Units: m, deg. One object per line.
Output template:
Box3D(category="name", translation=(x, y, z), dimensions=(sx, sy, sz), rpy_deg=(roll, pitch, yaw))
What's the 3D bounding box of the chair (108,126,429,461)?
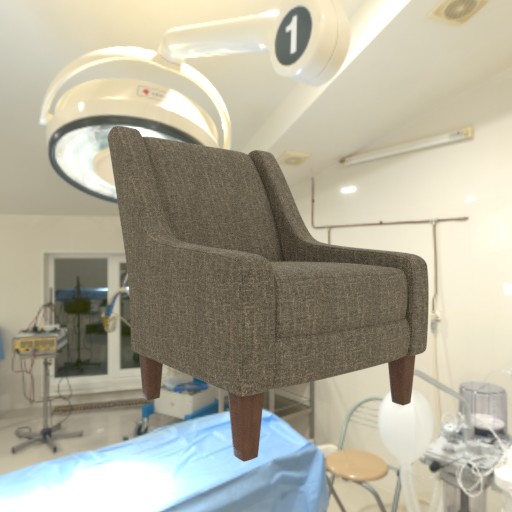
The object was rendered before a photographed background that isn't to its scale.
Box3D(category="chair", translation=(0.000, 0.000, 1.633), dimensions=(0.793, 1.012, 0.944), rpy_deg=(0, 1, -37))
